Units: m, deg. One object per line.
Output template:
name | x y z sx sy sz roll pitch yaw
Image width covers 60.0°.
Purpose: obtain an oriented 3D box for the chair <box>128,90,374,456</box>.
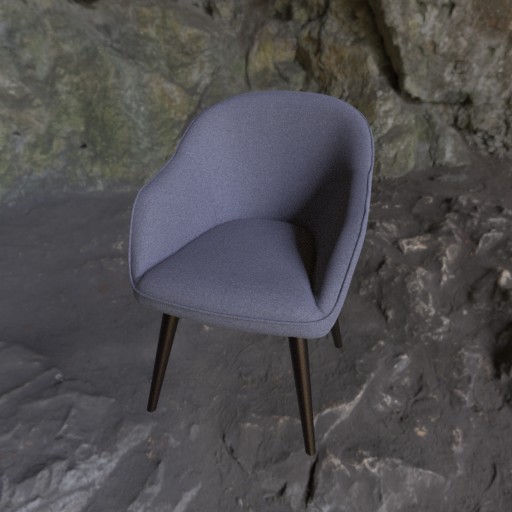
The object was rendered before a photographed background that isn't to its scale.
chair | 0.000 0.000 1.234 0.589 0.810 0.611 8 27 16
